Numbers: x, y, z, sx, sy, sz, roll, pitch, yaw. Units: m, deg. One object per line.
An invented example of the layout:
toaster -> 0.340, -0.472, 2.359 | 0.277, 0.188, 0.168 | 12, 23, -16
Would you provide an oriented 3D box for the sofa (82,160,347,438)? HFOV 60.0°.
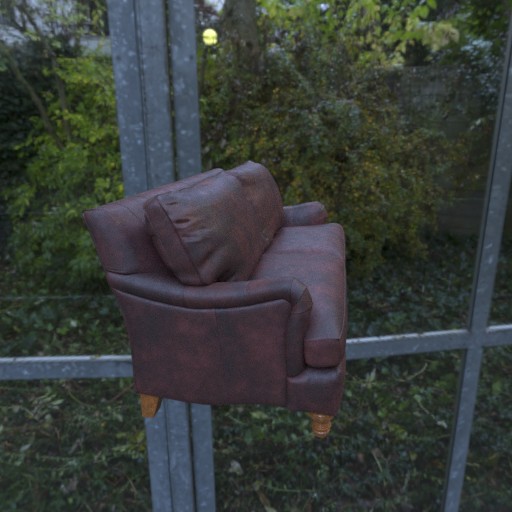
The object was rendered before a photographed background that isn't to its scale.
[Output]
sofa -> 0.000, 0.000, 2.853 | 1.147, 1.071, 2.144 | 3, 16, 10
